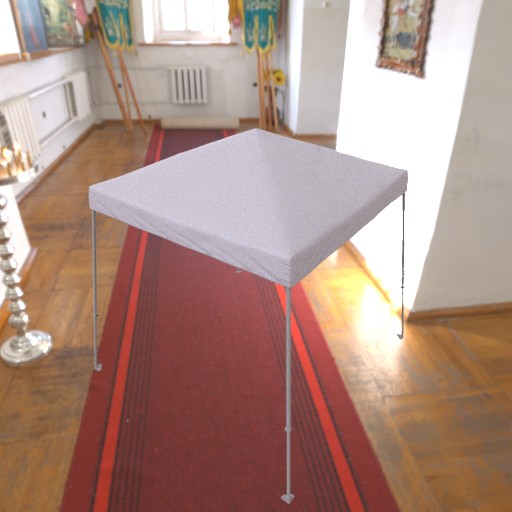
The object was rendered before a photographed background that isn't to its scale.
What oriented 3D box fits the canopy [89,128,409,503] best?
[{"bbox_3d":[0.000,0.000,4.999,2.849,2.850,2.850,20,36,31],"label":"canopy"}]
